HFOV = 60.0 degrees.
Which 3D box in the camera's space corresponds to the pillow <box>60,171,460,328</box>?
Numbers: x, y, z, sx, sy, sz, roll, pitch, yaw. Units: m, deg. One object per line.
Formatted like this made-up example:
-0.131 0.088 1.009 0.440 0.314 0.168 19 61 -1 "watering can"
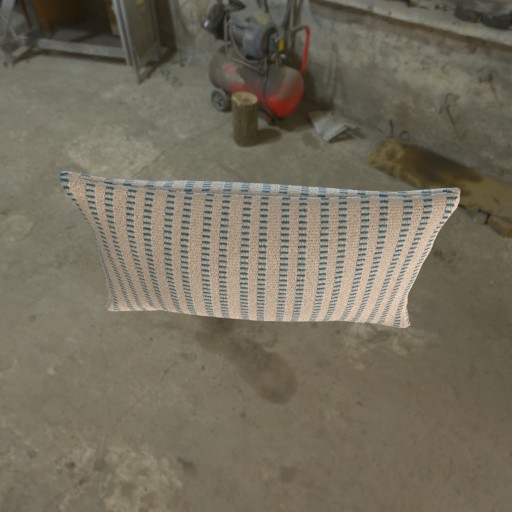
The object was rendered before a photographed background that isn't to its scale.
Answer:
0.000 0.000 0.821 0.640 0.353 0.210 3 47 3 "pillow"
